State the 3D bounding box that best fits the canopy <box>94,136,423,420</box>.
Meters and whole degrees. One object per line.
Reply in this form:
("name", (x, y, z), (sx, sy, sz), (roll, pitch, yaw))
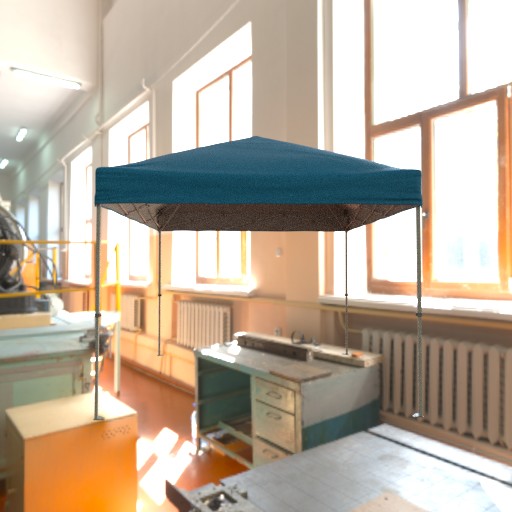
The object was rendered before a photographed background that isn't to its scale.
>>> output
("canopy", (0.000, 0.000, 5.492), (2.998, 2.997, 2.996), (0, -2, -1))
